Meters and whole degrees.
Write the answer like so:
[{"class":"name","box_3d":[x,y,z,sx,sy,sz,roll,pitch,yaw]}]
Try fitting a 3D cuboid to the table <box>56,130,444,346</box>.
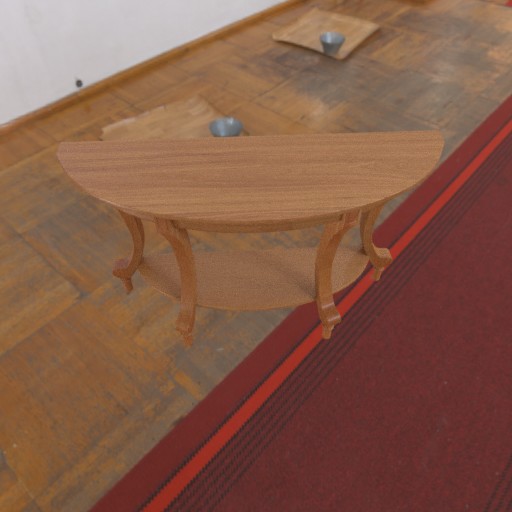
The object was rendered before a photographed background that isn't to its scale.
[{"class":"table","box_3d":[0.000,0.000,1.522,1.198,0.692,0.394,-2,47,-2]}]
